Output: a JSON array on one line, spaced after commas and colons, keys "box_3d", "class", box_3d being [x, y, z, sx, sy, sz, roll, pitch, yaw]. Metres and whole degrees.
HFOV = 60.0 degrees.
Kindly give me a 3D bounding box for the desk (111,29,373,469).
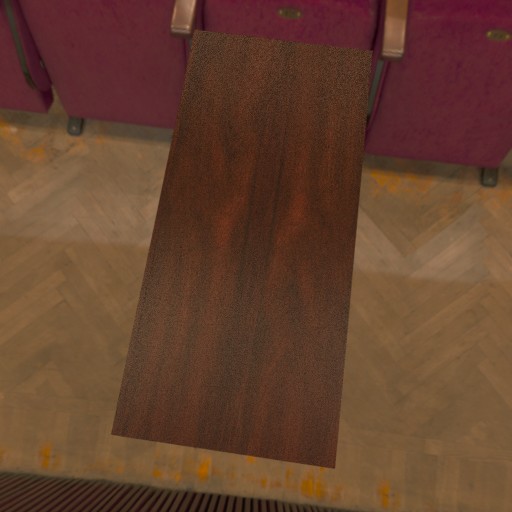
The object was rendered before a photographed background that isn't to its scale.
[{"box_3d": [0.000, 0.000, 2.120, 0.734, 1.031, 1.577, 8, 76, 2], "class": "desk"}]
